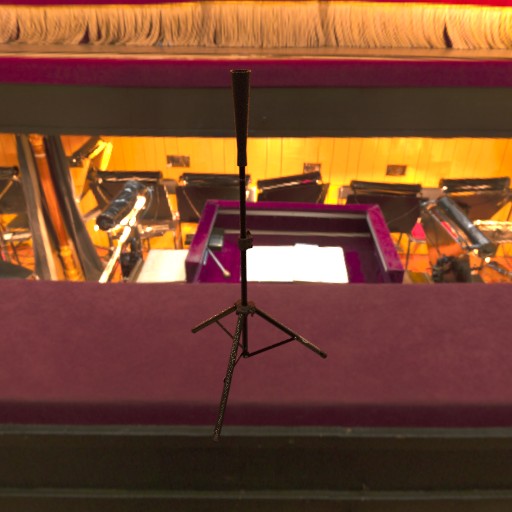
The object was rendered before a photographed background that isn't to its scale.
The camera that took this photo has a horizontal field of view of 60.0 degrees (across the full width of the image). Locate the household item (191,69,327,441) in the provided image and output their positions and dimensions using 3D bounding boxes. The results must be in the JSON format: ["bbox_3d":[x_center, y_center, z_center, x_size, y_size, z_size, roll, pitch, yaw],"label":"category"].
[{"bbox_3d":[0.000,0.000,1.387,0.559,1.067,0.559,1,30,1],"label":"household item"}]
